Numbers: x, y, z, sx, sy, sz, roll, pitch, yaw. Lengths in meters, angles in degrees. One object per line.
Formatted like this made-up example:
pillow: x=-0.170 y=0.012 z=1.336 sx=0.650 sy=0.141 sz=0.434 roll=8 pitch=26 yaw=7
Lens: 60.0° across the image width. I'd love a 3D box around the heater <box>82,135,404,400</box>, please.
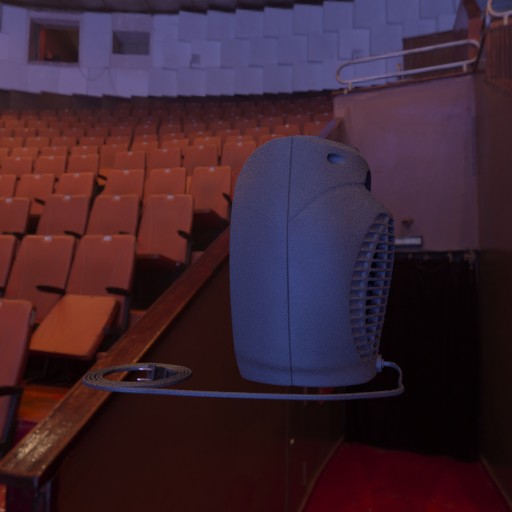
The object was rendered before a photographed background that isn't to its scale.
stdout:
heater: x=0.000 y=0.000 z=0.465 sx=0.291 sy=0.240 sz=0.239 roll=-1 pitch=-2 yaw=18
